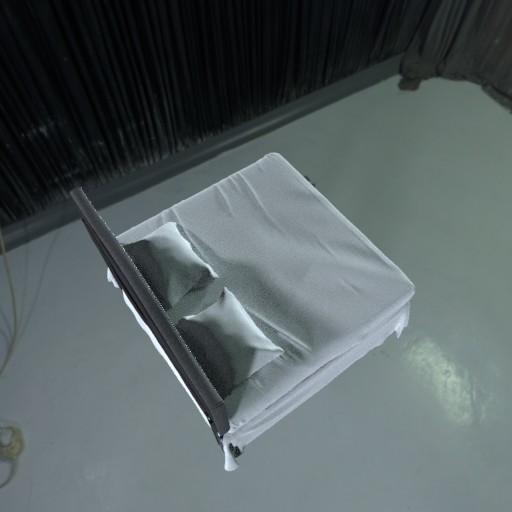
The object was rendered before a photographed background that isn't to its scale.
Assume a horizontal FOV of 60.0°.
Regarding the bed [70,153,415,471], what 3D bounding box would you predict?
[{"bbox_3d":[0.000,0.000,3.752,2.219,1.651,2.314,-31,63,-18],"label":"bed"}]
